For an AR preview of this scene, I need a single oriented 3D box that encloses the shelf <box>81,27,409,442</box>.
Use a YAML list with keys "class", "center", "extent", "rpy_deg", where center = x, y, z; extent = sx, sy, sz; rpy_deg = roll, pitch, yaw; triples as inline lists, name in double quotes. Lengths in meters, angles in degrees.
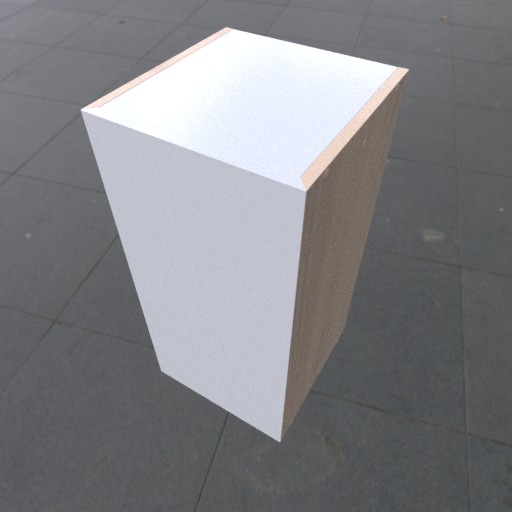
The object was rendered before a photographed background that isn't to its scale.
- class: "shelf"
  center: [0.000, 0.000, 0.755]
  extent: [0.290, 0.594, 0.297]
  rpy_deg: [24, 51, 21]
